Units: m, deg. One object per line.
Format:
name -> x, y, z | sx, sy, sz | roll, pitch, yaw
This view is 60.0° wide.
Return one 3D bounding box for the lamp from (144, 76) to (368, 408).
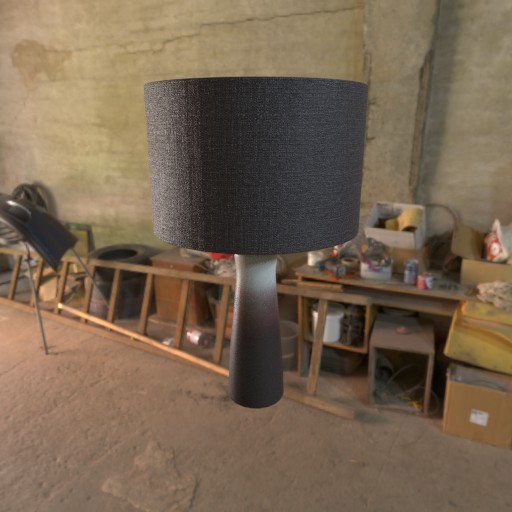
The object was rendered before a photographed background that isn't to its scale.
lamp -> 0.000, 0.000, 0.685 | 0.303, 0.488, 0.303 | 0, 17, 0
